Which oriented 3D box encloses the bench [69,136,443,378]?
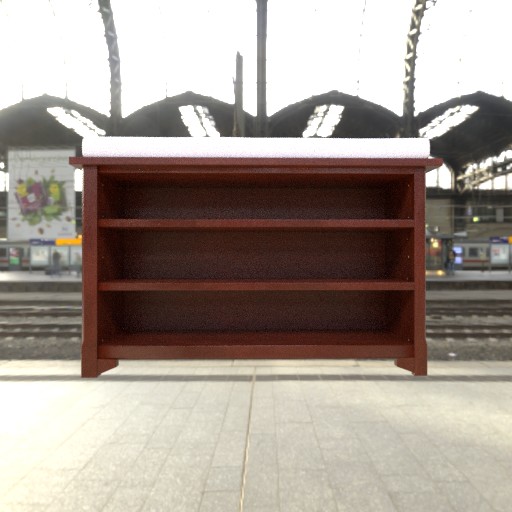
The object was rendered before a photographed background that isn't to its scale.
[{"bbox_3d":[0.000,0.000,1.354,0.987,0.646,0.369,0,0,-1],"label":"bench"}]
